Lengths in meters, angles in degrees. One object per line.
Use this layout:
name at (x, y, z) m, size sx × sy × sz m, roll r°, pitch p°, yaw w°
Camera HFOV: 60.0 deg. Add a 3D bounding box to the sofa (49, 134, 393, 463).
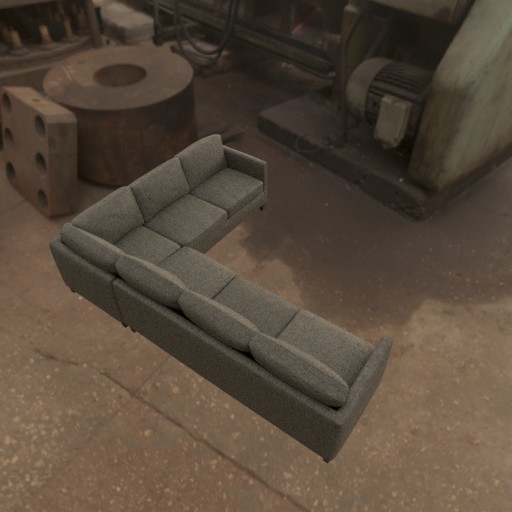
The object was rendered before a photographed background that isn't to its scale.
sofa at (0.000, 0.000, 4.618) m, size 3.302 × 0.947 × 2.593 m, roll 26°, pitch 49°, yaw 25°
